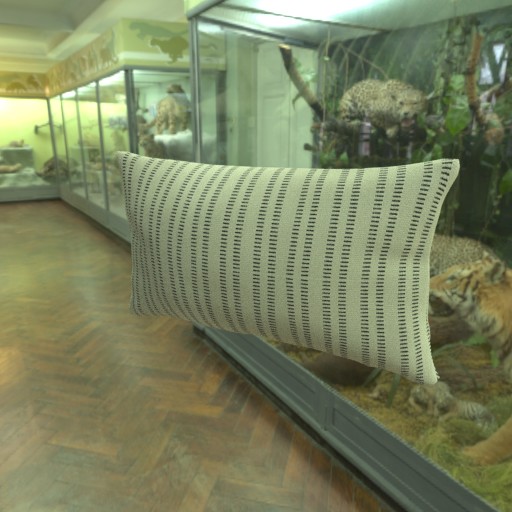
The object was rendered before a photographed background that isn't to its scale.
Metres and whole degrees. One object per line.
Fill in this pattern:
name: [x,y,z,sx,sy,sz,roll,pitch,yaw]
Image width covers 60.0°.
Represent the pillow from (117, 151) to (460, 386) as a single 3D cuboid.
pillow: [0.000,0.000,0.789,0.640,0.353,0.210,8,17,27]
